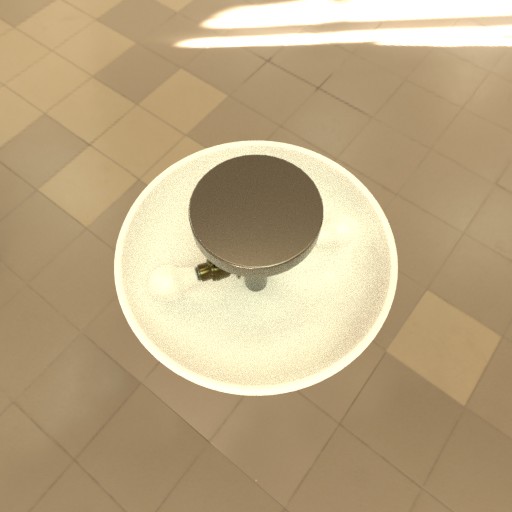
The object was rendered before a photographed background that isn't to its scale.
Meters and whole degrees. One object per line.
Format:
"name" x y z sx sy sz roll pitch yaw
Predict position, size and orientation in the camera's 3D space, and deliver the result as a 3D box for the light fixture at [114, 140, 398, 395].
"light fixture" 0.000 0.000 0.535 0.330 0.214 0.330 0 63 0
